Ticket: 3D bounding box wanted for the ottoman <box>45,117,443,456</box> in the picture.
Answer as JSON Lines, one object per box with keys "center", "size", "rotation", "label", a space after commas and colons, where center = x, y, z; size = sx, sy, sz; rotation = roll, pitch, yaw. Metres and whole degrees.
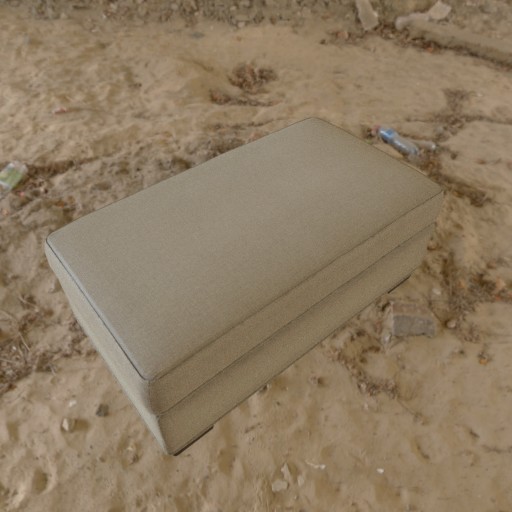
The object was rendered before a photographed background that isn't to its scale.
{"center": [0.000, 0.000, 1.449], "size": [1.097, 0.461, 0.617], "rotation": [-31, 53, -26], "label": "ottoman"}
